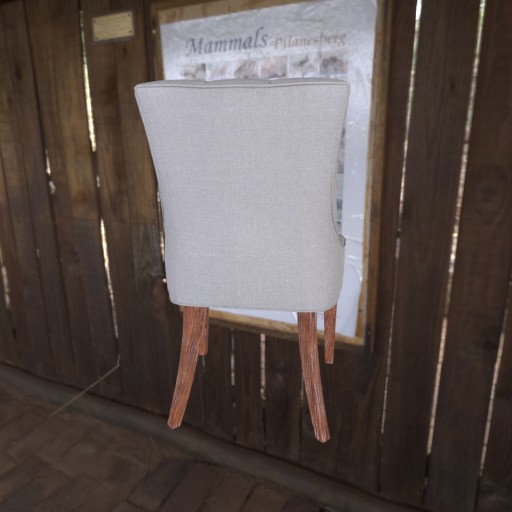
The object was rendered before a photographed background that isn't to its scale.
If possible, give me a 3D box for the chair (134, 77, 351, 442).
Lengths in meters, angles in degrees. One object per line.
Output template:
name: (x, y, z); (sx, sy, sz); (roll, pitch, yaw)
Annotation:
chair: (0.000, 0.000, 1.238); (0.509, 0.874, 0.565); (2, 16, 8)
